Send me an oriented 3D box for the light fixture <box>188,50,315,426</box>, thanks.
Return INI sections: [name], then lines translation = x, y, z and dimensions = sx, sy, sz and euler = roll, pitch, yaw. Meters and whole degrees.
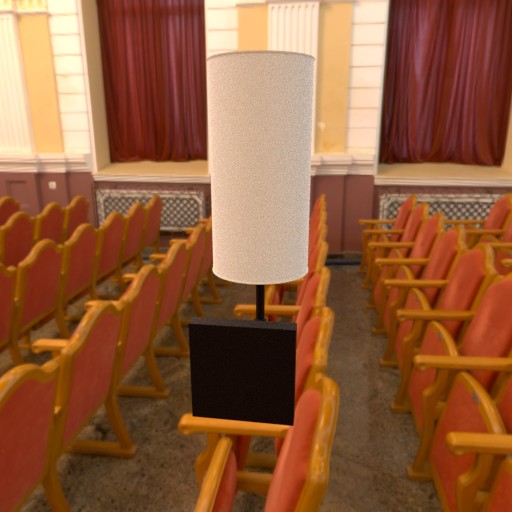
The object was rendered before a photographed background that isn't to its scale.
[light fixture]
translation = 0.000, 0.000, 0.550
dimensions = 0.128, 0.462, 0.208
euler = 2, 16, 8
